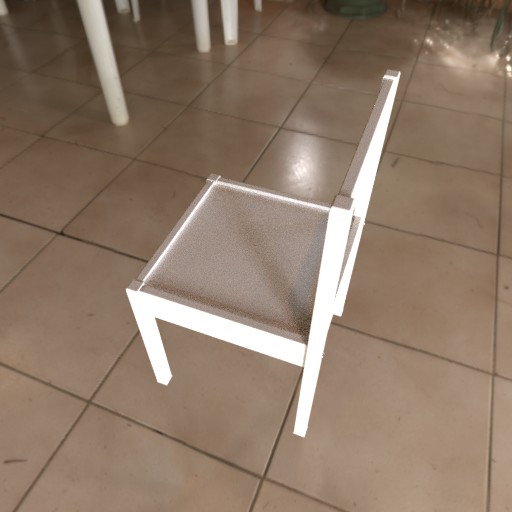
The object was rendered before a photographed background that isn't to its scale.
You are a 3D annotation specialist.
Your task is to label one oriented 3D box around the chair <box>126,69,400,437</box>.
[{"bbox_3d":[0.000,0.000,0.685,0.285,0.505,0.285,16,49,14],"label":"chair"}]
